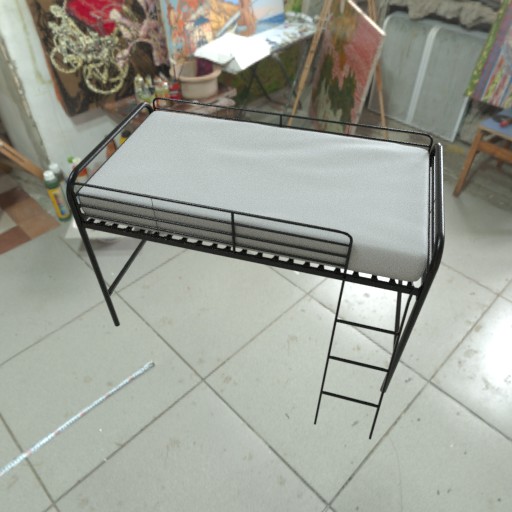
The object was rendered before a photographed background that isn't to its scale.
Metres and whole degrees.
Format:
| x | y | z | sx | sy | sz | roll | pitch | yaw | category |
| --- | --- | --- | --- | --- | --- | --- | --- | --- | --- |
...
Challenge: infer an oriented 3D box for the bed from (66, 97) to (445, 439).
| x | y | z | sx | sy | sz | roll | pitch | yaw | category |
| --- | --- | --- | --- | --- | --- | --- | --- | --- | --- |
| 0.000 | 0.000 | 2.862 | 1.968 | 1.289 | 1.393 | 11 | 46 | 11 | bed |
